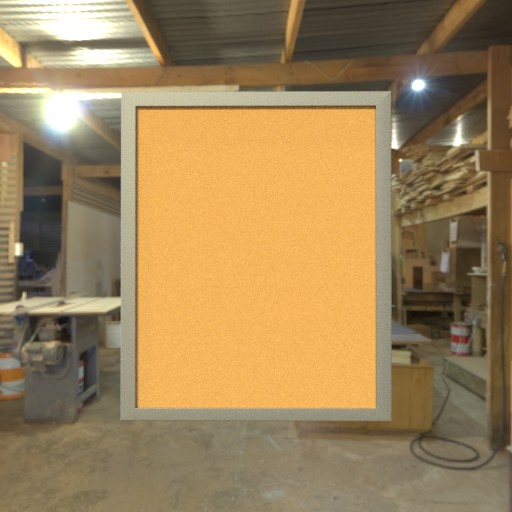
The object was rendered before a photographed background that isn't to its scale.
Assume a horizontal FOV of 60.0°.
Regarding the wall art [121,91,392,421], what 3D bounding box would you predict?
[{"bbox_3d":[0.000,0.000,0.764,0.458,0.558,0.029,0,0,0],"label":"wall art"}]
